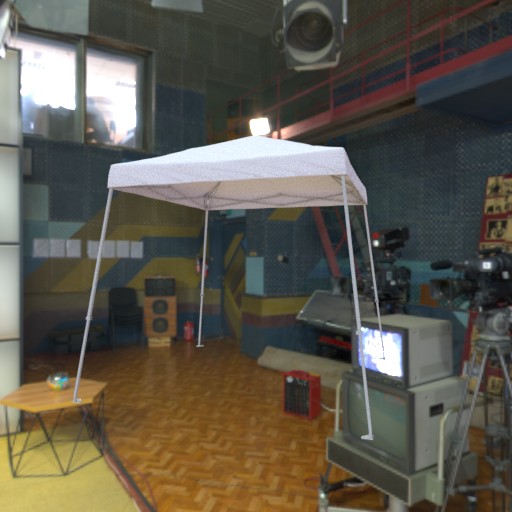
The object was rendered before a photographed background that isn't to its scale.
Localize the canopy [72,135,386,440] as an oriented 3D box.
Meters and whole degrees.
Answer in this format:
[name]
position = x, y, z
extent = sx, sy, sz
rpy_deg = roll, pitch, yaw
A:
[canopy]
position = 0.000, 0.000, 5.236
extent = 2.849, 2.850, 2.850
rpy_deg = 0, 0, 18
